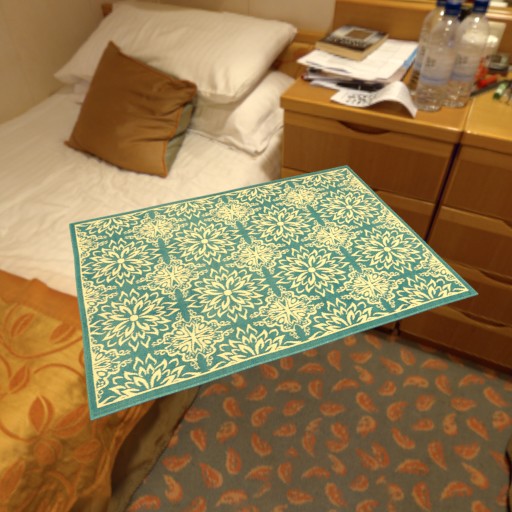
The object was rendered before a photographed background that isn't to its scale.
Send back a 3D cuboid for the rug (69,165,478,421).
[{"bbox_3d":[0.000,0.000,2.848,2.205,0.012,1.554,-14,44,-15],"label":"rug"}]
